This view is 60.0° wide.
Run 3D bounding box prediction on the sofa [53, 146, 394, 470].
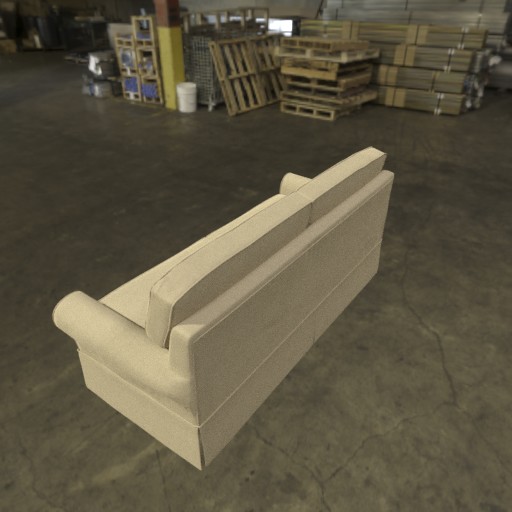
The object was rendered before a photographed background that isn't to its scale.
[{"bbox_3d":[0.000,0.000,2.751,0.900,1.014,2.246,20,37,30],"label":"sofa"}]
